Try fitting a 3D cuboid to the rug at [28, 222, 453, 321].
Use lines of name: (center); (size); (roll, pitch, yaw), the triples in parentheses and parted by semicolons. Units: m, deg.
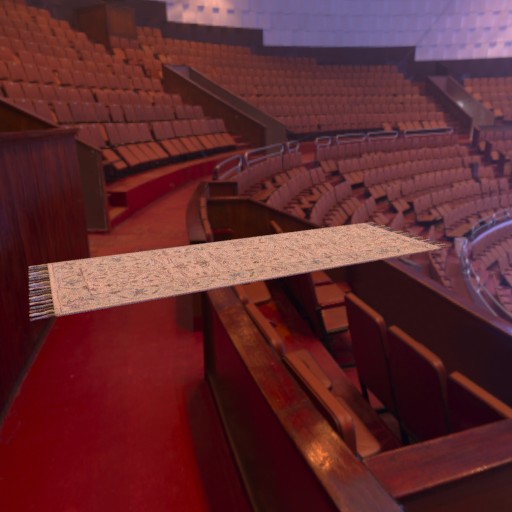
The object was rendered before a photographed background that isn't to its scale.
rug: (0.000, 0.000, 2.648); (2.440, 0.013, 0.769); (-8, 19, -25)
